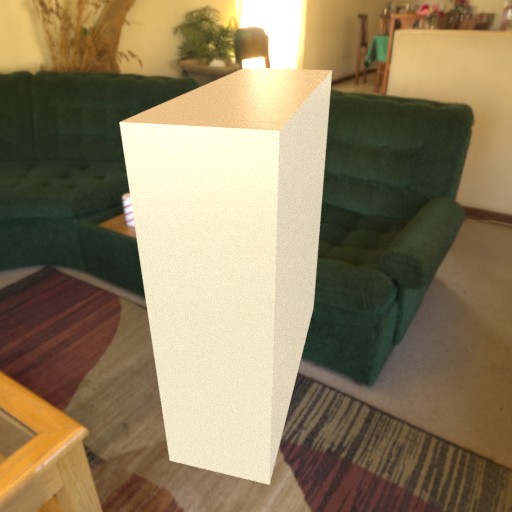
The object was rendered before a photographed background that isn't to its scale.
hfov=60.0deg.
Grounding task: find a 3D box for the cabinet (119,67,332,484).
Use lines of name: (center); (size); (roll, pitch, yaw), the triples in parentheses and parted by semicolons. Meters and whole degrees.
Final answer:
cabinet: (0.000, 0.000, 1.610); (0.348, 1.150, 0.990); (7, 30, 13)
